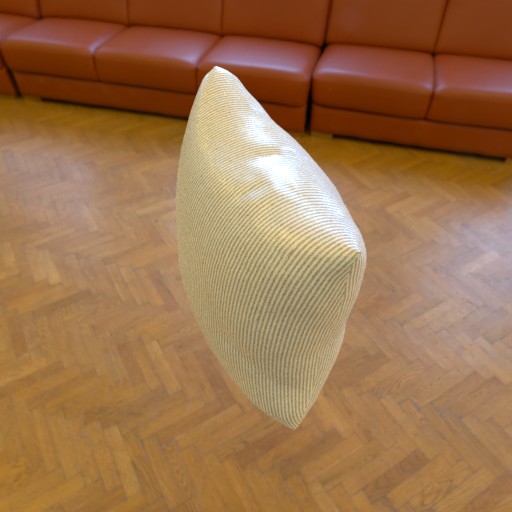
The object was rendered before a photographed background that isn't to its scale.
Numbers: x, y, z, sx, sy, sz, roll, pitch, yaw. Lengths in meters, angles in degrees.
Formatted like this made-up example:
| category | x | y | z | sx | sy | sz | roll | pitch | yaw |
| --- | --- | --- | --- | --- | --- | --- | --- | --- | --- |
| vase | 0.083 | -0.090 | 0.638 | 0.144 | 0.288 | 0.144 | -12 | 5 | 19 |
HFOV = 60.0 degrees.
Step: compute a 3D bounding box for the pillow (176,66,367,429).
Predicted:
| category | x | y | z | sx | sy | sz | roll | pitch | yaw |
| --- | --- | --- | --- | --- | --- | --- | --- | --- | --- |
| pillow | 0.000 | 0.000 | 0.709 | 0.310 | 0.432 | 0.387 | 10 | 47 | 9 |
